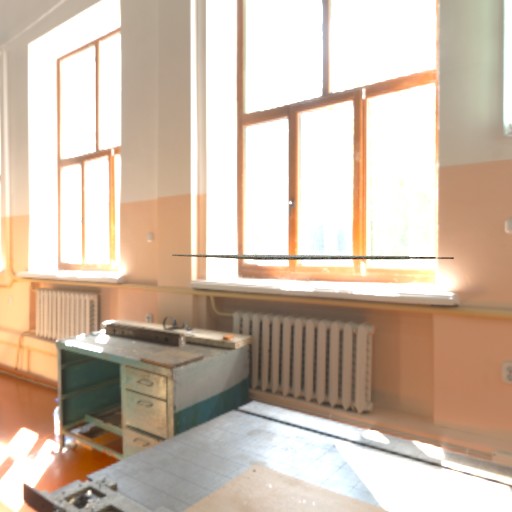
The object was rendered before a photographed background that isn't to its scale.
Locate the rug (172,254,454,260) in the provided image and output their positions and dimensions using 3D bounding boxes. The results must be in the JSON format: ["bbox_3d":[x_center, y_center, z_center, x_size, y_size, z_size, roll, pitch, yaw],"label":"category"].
[{"bbox_3d":[0.000,0.000,2.842,0.762,0.011,2.664,0,0,-18],"label":"rug"}]
